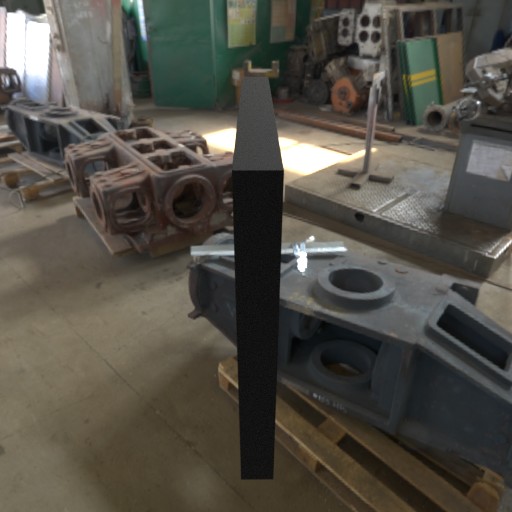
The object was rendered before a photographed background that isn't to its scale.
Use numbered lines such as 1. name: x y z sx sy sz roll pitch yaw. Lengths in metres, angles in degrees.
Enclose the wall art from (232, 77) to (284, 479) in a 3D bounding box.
1. wall art: 0.000 0.000 0.469 0.030 0.305 0.308 0 31 0
